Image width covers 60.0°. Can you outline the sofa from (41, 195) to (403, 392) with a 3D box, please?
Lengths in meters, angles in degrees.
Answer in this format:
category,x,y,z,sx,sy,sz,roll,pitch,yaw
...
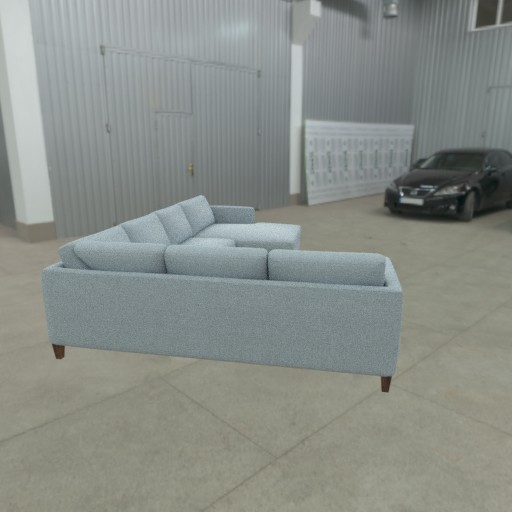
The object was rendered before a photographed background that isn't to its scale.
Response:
category,x,y,z,sx,sy,sz,roll,pitch,yaw
sofa,0.000,0.000,4.604,2.551,0.889,3.403,3,15,11
